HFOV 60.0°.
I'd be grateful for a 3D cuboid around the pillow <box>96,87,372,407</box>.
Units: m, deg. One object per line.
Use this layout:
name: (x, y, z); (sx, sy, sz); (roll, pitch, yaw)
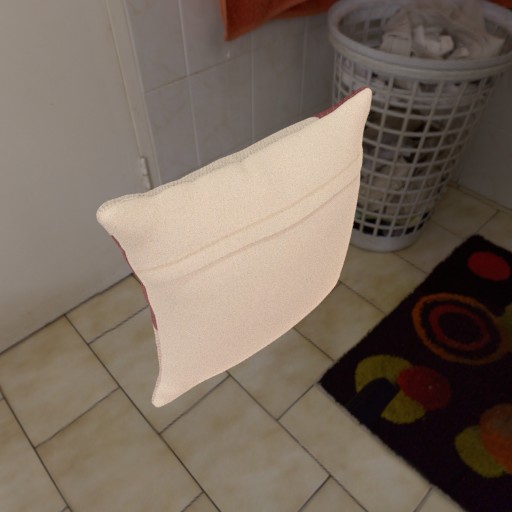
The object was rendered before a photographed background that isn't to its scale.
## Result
pillow: (0.000, 0.000, 0.816); (0.536, 0.506, 0.229); (-32, 55, -27)
